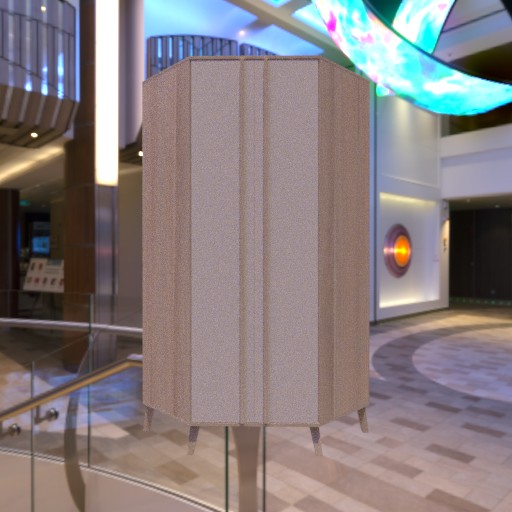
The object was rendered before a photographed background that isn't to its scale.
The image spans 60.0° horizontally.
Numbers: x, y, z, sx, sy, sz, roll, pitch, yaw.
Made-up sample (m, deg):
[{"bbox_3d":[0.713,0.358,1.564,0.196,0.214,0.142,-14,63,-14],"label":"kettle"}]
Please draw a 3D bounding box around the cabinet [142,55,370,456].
[{"bbox_3d":[0.000,0.000,2.635,1.272,1.957,0.969,0,0,1],"label":"cabinet"}]
